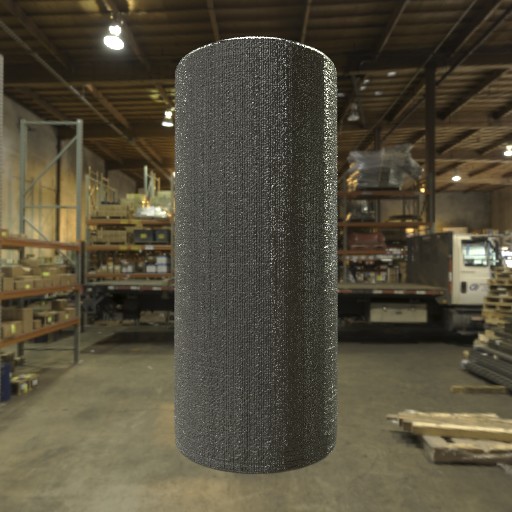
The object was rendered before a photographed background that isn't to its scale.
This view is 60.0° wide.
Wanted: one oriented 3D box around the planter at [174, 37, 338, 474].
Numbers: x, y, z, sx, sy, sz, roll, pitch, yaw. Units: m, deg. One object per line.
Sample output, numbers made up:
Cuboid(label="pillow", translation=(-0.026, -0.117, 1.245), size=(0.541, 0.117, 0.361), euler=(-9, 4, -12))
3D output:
Cuboid(label="planter", translation=(0.000, 0.000, 0.126), size=(0.045, 0.103, 0.045), euler=(0, -1, 0))
